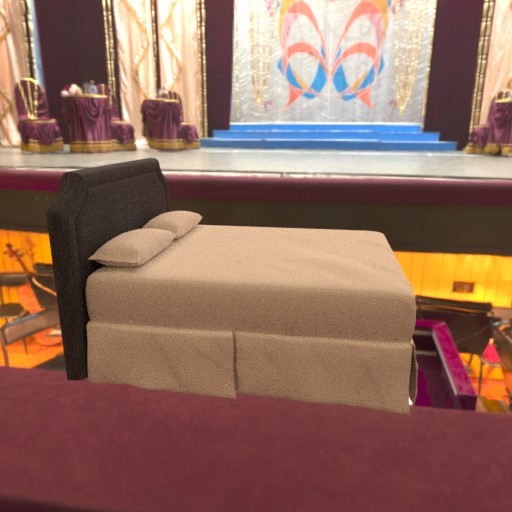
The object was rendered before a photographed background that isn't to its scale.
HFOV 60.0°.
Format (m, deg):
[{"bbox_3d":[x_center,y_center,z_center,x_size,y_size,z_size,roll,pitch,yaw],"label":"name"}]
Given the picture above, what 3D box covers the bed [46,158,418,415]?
[{"bbox_3d":[0.000,0.000,3.203,2.116,1.290,1.693,3,16,9],"label":"bed"}]
